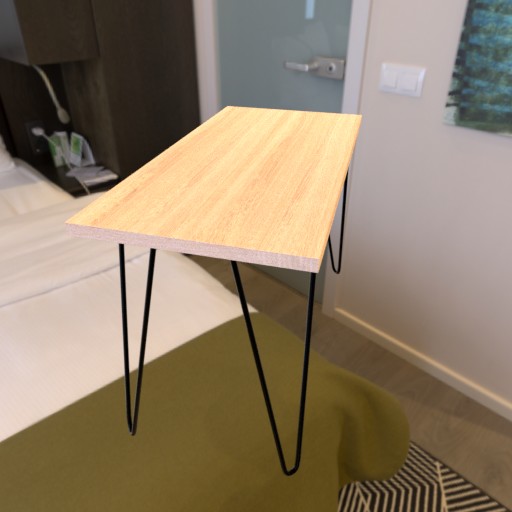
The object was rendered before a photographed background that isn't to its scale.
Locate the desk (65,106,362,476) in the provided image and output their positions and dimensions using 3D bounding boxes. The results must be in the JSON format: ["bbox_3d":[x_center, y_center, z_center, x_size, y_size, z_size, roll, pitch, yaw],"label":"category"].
[{"bbox_3d":[0.000,0.000,1.387,0.499,0.660,0.991,8,33,13],"label":"desk"}]
